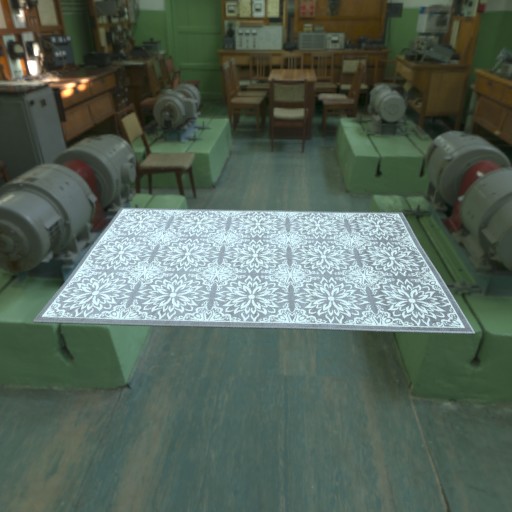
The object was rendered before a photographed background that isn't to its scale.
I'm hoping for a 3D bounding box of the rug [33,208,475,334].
[{"bbox_3d":[0.000,0.000,3.534,2.746,0.018,1.819,1,29,2],"label":"rug"}]
